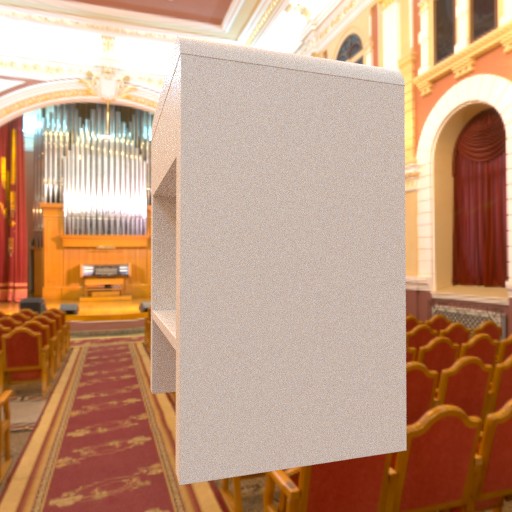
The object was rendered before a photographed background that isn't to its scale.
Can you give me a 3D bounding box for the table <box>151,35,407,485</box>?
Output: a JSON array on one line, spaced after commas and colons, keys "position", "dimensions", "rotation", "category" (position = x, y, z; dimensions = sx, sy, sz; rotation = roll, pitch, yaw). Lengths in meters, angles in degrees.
[{"position": [0.000, 0.000, 0.834], "dimensions": [0.350, 0.590, 0.450], "rotation": [0, -1, -18], "category": "table"}]
